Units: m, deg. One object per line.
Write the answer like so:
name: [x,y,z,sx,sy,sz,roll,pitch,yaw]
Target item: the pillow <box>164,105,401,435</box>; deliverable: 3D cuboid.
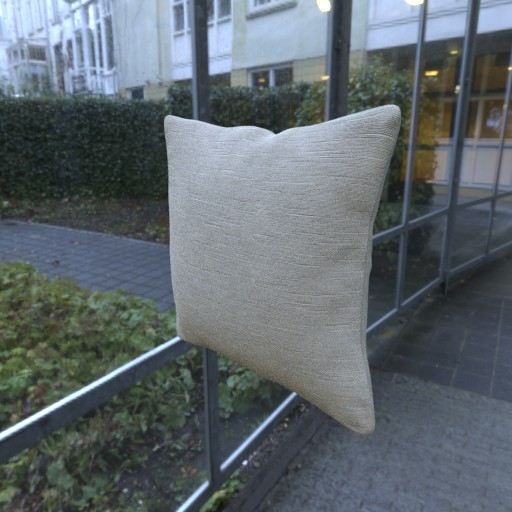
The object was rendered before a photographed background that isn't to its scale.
pillow: [0.000,0.000,0.674,0.437,0.420,0.162,15,21,43]
